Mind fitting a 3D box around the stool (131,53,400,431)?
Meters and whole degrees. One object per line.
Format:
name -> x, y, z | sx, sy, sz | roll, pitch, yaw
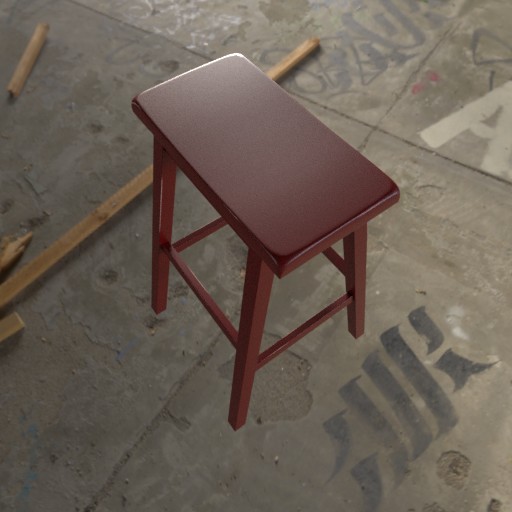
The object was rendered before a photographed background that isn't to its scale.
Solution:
stool -> 0.000, 0.000, 1.051 | 0.476, 0.737, 0.457 | -32, 63, -18
